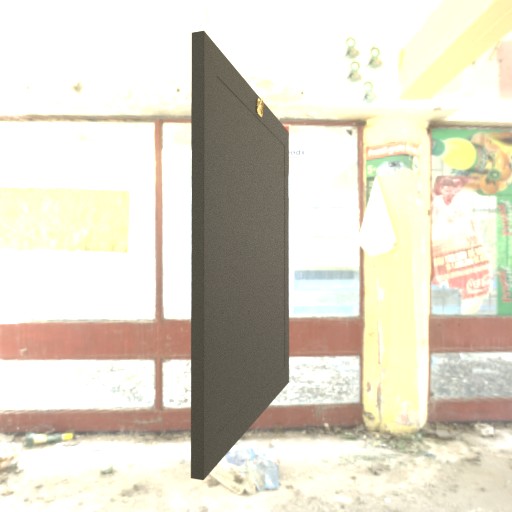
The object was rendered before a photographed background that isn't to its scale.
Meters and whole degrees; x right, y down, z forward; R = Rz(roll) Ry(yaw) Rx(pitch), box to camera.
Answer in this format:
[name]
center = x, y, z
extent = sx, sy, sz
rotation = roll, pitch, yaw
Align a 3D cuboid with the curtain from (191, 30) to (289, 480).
[curtain]
center = 0.000, 0.000, 0.808
extent = 0.027, 0.585, 0.483
rotation = 0, -1, 17
